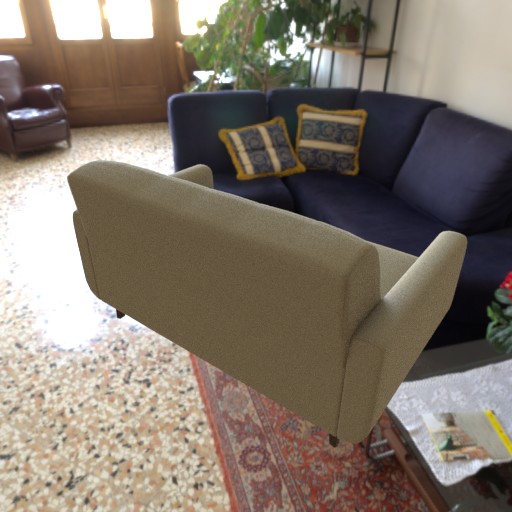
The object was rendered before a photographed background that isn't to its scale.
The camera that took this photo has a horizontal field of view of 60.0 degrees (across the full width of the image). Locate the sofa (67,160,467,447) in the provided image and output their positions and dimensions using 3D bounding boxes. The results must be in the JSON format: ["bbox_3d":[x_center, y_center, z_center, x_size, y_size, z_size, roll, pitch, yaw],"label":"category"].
[{"bbox_3d":[0.000,0.000,2.145,1.655,0.892,0.980,21,36,32],"label":"sofa"}]
